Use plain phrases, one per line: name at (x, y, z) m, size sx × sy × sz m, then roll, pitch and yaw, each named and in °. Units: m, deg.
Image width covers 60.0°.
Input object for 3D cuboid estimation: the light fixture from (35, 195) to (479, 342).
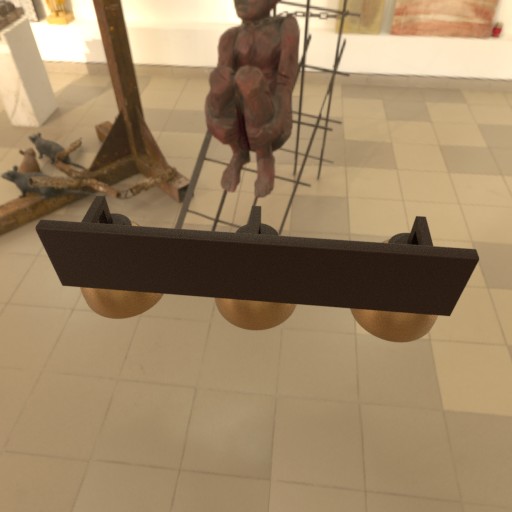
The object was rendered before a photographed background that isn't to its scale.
light fixture at (0.000, 0.000, 0.663) m, size 0.582 × 0.204 × 0.157 m, roll 4°, pitch 46°, yaw 4°
